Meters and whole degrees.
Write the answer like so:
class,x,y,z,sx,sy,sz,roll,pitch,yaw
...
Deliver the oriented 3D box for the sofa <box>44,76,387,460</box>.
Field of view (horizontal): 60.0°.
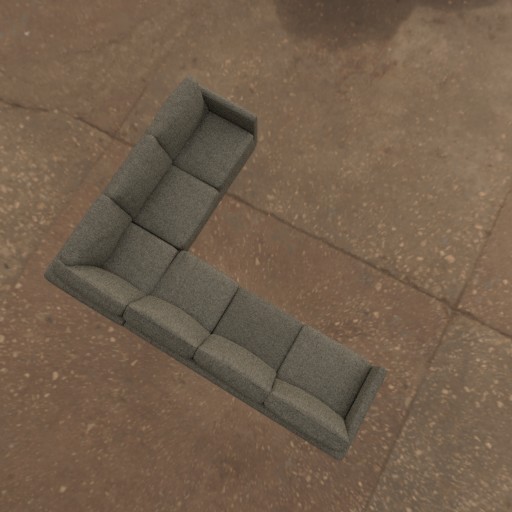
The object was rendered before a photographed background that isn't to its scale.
class,x,y,z,sx,sy,sz,roll,pitch,yaw
sofa,0.000,0.000,4.554,3.302,0.947,2.593,30,78,7
